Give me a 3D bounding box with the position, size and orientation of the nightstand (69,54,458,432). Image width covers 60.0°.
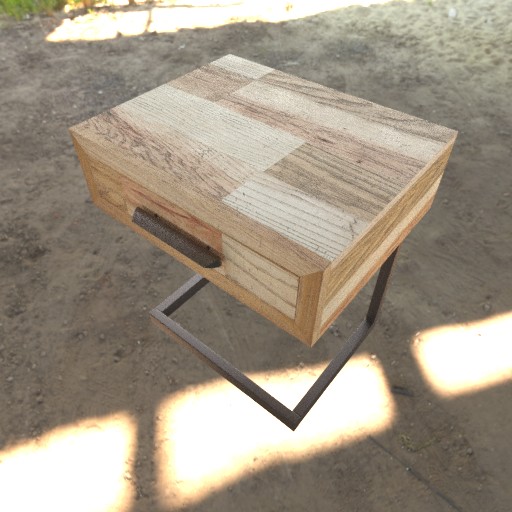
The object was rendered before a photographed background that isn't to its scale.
[{"bbox_3d":[0.000,0.000,1.024,0.558,0.632,0.481,30,53,26],"label":"nightstand"}]
